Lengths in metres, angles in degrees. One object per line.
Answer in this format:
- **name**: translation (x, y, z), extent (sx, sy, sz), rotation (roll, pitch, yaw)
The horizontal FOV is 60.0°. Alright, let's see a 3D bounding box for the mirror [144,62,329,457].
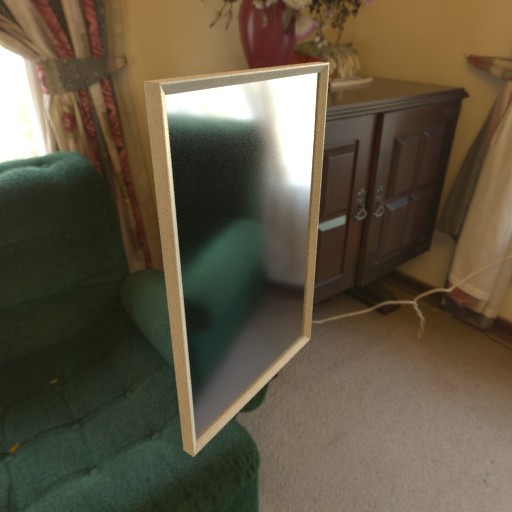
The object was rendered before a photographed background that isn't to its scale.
- **mirror**: translation (0.000, 0.000, 1.177), extent (0.041, 0.915, 0.609), rotation (18, 32, 32)
